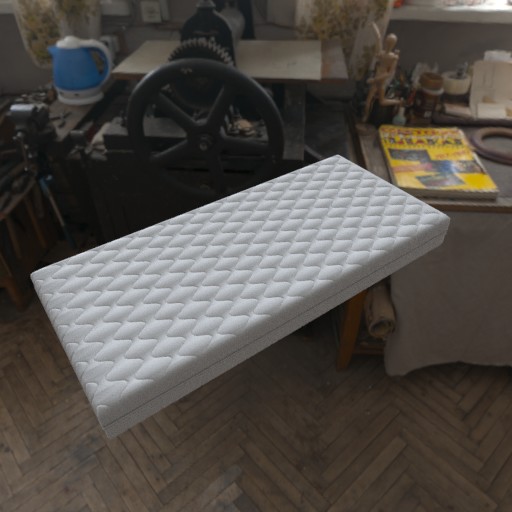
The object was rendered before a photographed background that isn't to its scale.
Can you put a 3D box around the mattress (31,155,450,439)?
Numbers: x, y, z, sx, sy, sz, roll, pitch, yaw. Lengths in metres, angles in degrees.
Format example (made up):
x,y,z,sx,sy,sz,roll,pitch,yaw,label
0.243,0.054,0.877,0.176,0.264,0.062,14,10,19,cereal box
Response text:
x,y,z,sx,sy,sz,roll,pitch,yaw,label
0.000,0.000,2.307,2.000,0.200,0.900,-25,47,-26,mattress
